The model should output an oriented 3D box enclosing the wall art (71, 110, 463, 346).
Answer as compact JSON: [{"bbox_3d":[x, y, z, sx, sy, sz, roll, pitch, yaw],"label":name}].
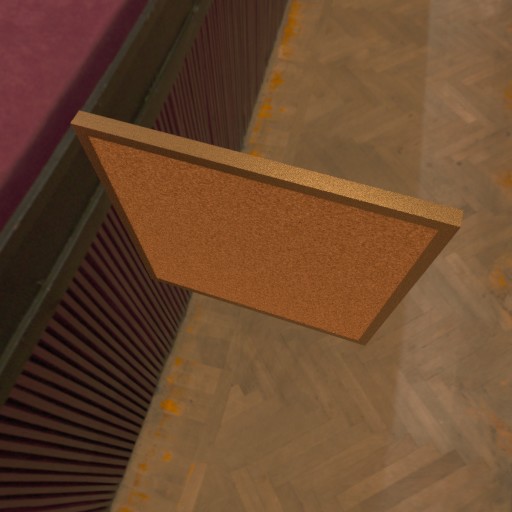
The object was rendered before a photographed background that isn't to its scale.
[{"bbox_3d":[0.000,0.000,1.178,0.767,0.765,0.036,16,64,8],"label":"wall art"}]
